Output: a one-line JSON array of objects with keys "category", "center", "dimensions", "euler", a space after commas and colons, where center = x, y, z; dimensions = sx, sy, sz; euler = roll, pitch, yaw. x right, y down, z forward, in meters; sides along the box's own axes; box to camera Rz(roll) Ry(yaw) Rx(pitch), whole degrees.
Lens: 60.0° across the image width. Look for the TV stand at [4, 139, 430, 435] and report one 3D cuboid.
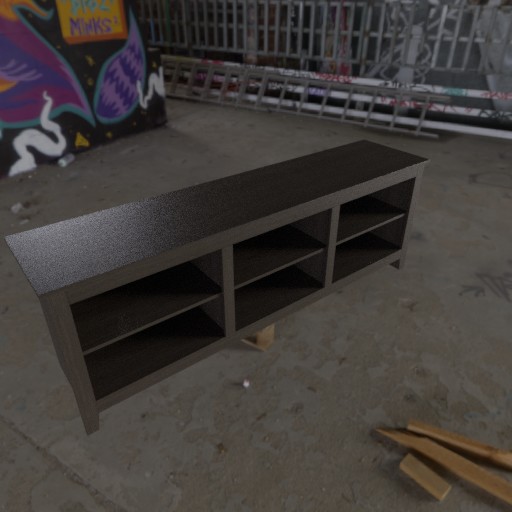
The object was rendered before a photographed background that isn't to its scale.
[{"category": "TV stand", "center": [0.000, 0.000, 1.940], "dimensions": [1.778, 0.610, 0.406], "euler": [-22, 38, -31]}]
